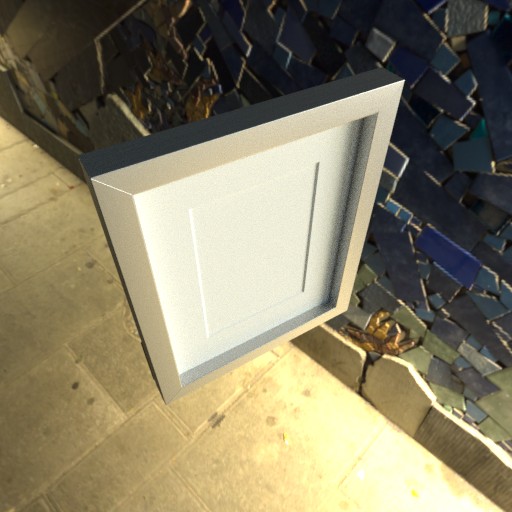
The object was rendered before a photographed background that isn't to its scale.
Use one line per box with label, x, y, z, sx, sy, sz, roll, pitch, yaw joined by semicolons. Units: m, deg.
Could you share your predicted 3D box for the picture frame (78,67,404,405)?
picture frame;0.000;0.000;0.396;0.233;0.282;0.036;-23;51;-21
